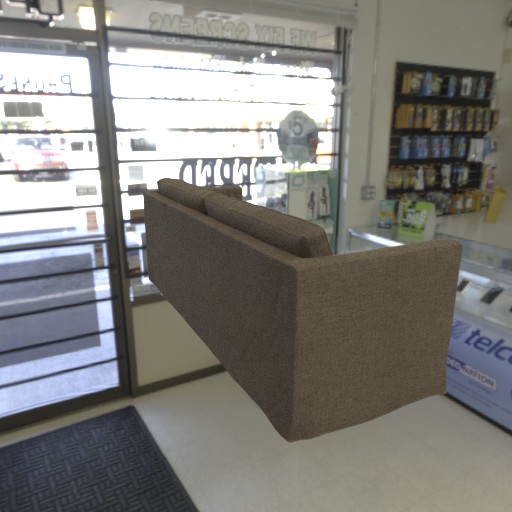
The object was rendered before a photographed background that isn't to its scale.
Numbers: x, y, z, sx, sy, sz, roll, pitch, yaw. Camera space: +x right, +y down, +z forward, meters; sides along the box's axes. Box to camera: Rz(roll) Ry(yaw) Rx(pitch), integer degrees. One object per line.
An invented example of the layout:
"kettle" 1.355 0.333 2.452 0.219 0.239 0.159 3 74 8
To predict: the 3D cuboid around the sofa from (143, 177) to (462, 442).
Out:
"sofa" 0.000 0.000 3.284 1.036 0.998 2.779 -8 17 -26
